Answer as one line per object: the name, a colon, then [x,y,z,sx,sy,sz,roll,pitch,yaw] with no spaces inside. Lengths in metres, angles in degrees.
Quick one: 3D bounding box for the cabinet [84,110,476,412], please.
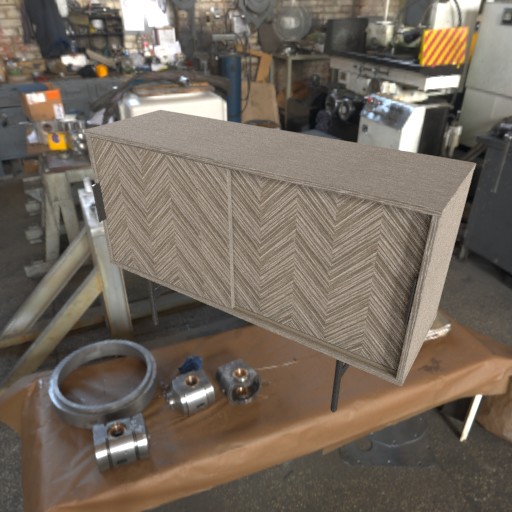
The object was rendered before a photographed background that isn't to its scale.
cabinet: [0.000,0.000,1.565,1.194,0.787,0.405,19,35,28]
